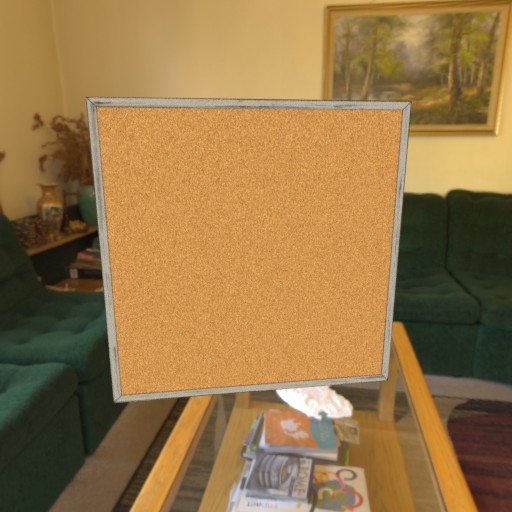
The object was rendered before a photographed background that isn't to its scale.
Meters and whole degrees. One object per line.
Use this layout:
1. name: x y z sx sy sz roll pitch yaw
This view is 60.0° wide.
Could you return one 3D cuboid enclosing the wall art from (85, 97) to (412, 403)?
1. wall art: 0.000 0.000 1.140 0.761 0.761 0.037 -2 15 -8
